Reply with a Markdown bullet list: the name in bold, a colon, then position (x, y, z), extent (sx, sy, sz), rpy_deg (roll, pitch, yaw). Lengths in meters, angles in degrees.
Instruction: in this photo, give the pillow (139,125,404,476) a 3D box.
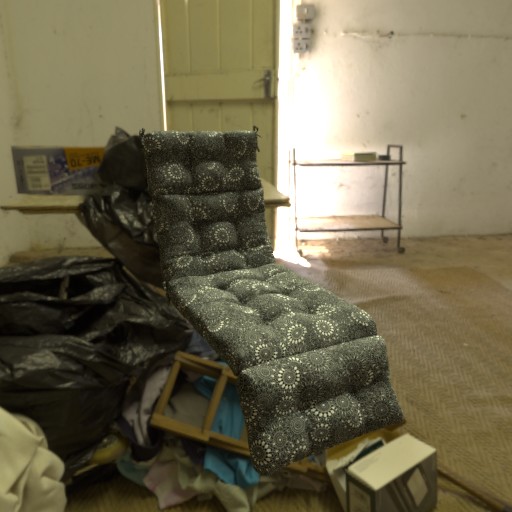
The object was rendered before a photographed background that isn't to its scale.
- **pillow**: position (0.000, 0.000, 1.510), extent (0.526, 0.863, 1.016), rpy_deg (-8, 18, -27)
